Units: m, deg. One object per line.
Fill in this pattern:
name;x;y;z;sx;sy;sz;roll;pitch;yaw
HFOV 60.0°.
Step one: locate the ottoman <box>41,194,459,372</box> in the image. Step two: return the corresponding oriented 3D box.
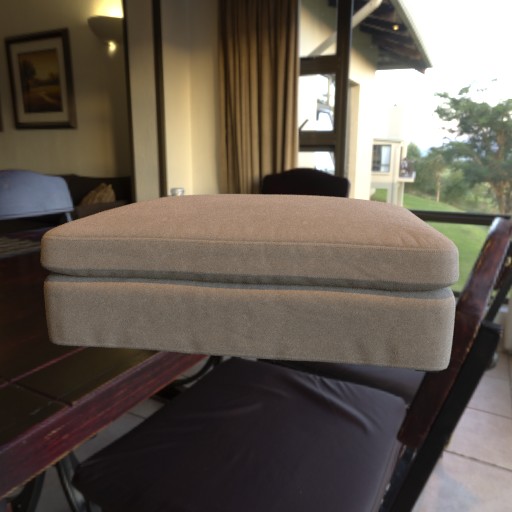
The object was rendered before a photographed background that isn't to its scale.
ottoman;0.000;0.000;1.609;1.199;0.429;0.840;2;13;9
